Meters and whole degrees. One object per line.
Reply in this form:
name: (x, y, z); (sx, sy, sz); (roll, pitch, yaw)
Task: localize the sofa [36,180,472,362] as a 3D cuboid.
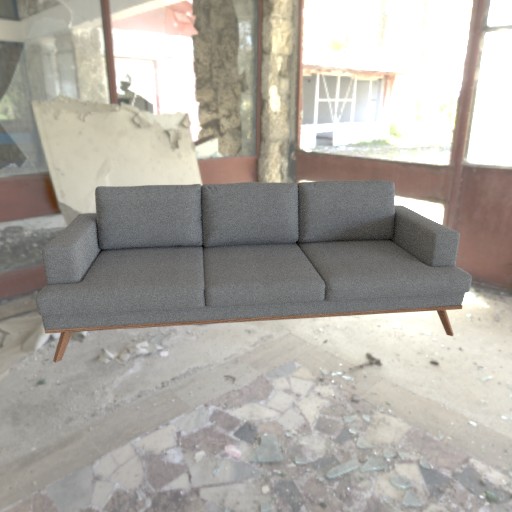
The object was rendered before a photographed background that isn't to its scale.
sofa: (0.000, 0.000, 2.724); (2.310, 0.810, 0.920); (-2, 19, -7)
